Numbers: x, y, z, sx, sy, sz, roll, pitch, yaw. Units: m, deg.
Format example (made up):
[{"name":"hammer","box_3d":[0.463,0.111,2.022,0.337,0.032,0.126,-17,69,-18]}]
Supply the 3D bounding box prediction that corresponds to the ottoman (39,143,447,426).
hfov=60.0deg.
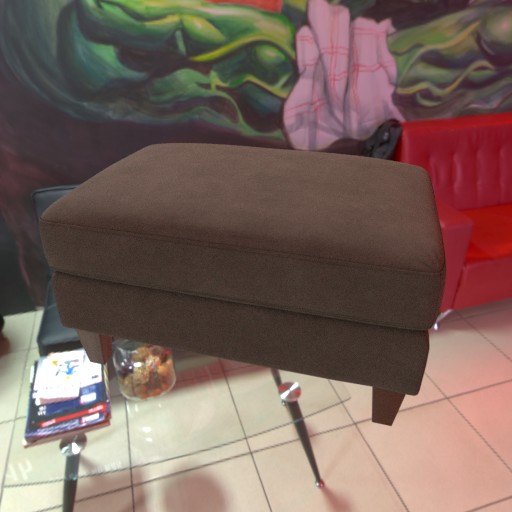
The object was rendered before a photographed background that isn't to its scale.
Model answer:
[{"name":"ottoman","box_3d":[0.000,0.000,1.173,0.864,0.483,0.584,8,31,13]}]
